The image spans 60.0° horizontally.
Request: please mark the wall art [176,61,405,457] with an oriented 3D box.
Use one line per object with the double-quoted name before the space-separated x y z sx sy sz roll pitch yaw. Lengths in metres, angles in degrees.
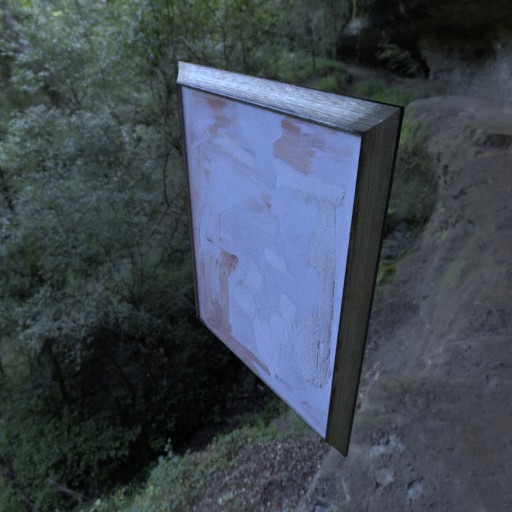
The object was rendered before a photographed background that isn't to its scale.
"wall art" 0.000 0.000 0.609 0.023 0.457 0.381 -21 36 -31
